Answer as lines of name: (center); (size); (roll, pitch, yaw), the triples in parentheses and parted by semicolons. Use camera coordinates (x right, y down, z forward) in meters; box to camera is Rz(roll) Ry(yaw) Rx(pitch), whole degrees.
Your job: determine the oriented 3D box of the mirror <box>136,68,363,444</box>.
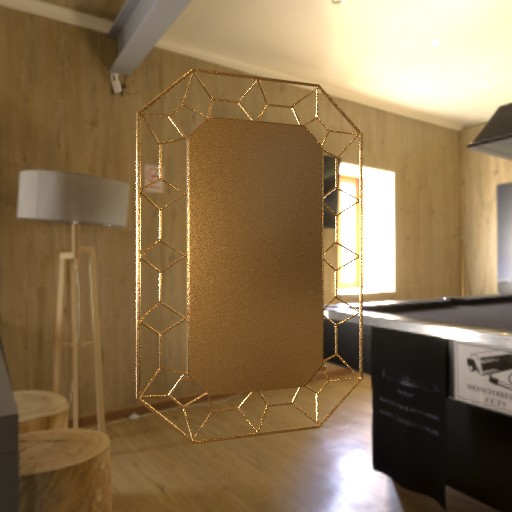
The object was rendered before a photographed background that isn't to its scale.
mirror: (0.000, 0.000, 1.093); (0.572, 0.870, 0.051); (0, 0, -17)
